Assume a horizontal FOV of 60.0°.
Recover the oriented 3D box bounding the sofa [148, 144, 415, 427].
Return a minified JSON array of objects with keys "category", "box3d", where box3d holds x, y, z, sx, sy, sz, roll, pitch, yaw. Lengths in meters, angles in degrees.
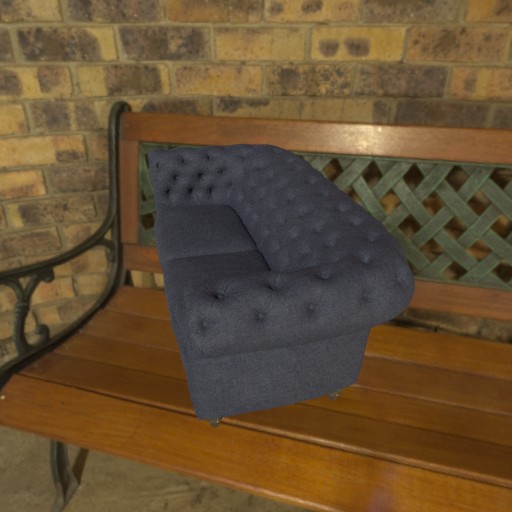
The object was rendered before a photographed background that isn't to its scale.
[{"category":"sofa","box3d":[0.000,0.000,2.553,1.082,0.833,1.988,-8,31,-14]}]
